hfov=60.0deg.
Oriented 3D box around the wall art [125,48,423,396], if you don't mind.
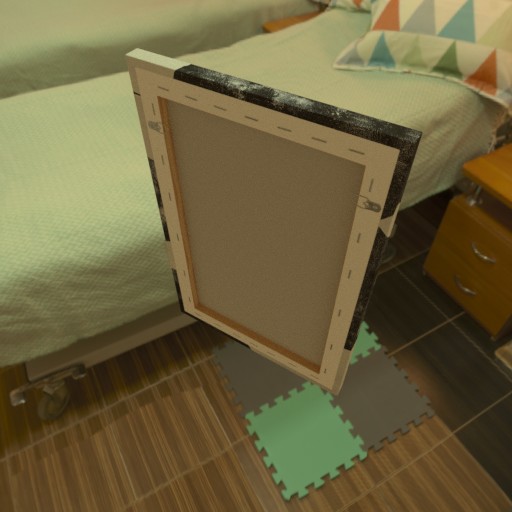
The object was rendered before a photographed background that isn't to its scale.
[{"bbox_3d":[0.000,0.000,1.153,0.610,0.915,0.041,24,52,20],"label":"wall art"}]
